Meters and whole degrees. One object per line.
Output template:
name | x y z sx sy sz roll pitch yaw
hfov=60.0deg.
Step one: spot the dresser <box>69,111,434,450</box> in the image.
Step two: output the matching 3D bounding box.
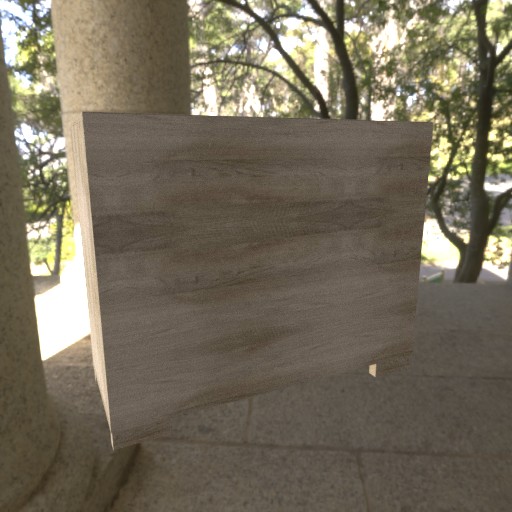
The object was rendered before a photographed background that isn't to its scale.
dresser | 0.000 0.000 1.401 0.994 0.816 0.404 -7 16 -25
